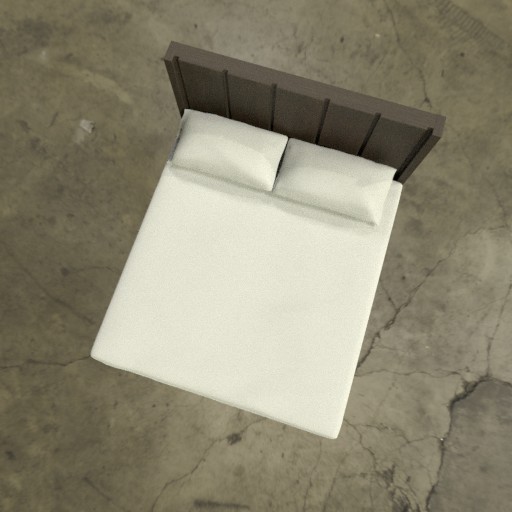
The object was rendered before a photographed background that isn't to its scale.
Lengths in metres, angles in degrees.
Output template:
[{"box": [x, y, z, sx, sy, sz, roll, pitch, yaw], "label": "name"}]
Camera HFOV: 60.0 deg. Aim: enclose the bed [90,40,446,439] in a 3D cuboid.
[{"box": [0.000, 0.000, 3.052, 1.735, 1.261, 1.992, 17, 77, 4], "label": "bed"}]
